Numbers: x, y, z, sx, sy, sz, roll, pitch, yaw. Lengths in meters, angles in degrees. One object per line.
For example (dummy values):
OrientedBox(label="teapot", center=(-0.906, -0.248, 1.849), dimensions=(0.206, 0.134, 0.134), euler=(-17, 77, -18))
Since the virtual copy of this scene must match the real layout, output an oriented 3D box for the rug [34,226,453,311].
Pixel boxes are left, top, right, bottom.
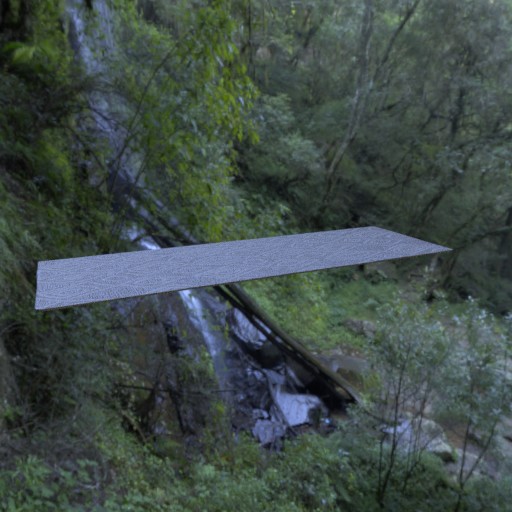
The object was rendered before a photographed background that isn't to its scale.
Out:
OrientedBox(label="rug", center=(0.000, 0.000, 2.713), dimensions=(2.436, 0.013, 0.807), euler=(-7, 17, -23))
